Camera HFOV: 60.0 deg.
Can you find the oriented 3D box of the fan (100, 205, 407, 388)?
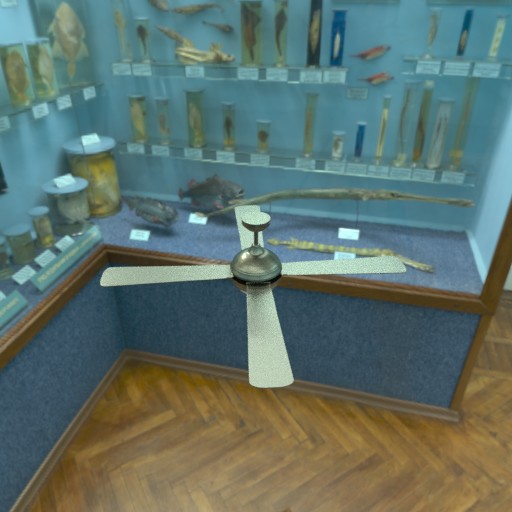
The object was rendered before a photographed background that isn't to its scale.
[{"bbox_3d":[0.000,0.000,1.986,1.321,0.381,1.321,9,33,14],"label":"fan"}]
